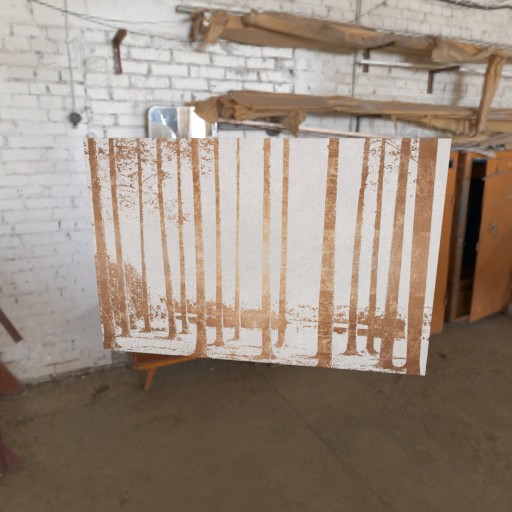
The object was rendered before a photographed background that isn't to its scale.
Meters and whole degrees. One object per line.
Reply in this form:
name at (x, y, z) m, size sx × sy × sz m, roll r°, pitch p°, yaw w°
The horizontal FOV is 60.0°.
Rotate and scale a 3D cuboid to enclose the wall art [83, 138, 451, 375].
wall art at (0.000, 0.000, 1.185) m, size 0.914 × 0.609 × 0.035 m, roll 2°, pitch 15°, yaw 9°
